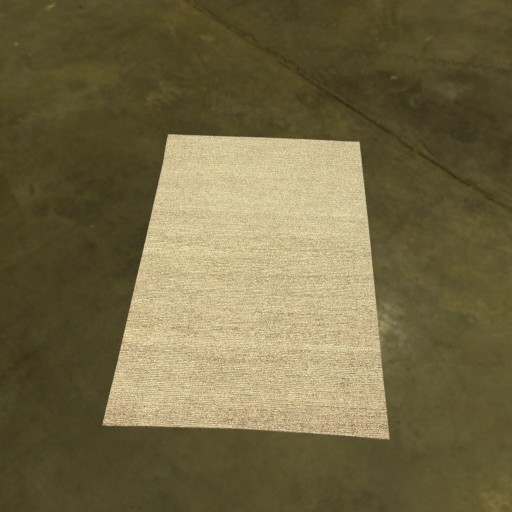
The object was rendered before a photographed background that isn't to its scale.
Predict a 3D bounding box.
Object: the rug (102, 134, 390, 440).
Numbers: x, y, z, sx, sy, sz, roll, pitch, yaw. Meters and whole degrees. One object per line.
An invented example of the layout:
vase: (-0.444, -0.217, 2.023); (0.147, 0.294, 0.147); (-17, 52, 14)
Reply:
rug: (0.000, 0.000, 3.085); (1.609, 0.030, 2.342); (3, 58, 2)
